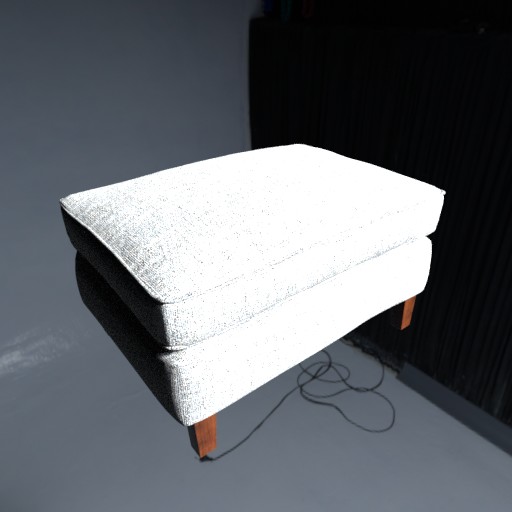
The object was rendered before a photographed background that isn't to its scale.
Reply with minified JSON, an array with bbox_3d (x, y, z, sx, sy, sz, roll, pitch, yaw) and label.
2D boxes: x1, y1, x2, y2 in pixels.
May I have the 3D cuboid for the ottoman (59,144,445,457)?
[{"bbox_3d":[0.000,0.000,0.986,0.686,0.406,0.508,-21,36,-32],"label":"ottoman"}]
